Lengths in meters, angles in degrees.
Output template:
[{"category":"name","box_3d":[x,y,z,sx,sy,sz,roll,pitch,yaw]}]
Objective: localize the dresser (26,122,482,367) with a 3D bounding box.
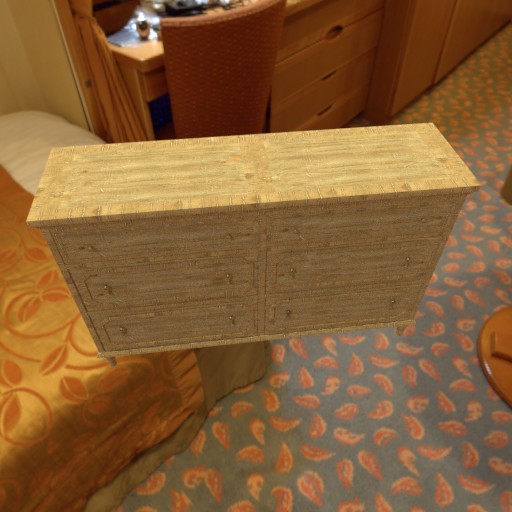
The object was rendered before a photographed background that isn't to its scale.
[{"category":"dresser","box_3d":[0.000,0.000,2.092,1.626,1.016,0.457,-5,46,-5]}]
